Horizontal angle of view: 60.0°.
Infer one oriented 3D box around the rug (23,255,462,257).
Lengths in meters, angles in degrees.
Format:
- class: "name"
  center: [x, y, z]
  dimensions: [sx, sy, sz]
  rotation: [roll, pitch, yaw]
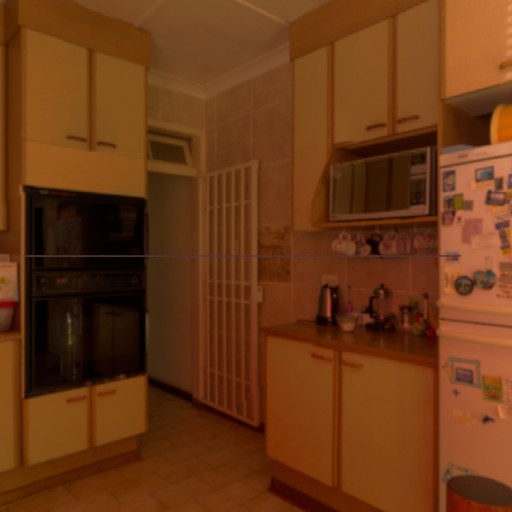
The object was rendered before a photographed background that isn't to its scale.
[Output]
- class: "rug"
  center: [0.000, 0.000, 3.748]
  dimensions: [2.940, 0.011, 2.053]
  rotation: [0, 0, 18]
